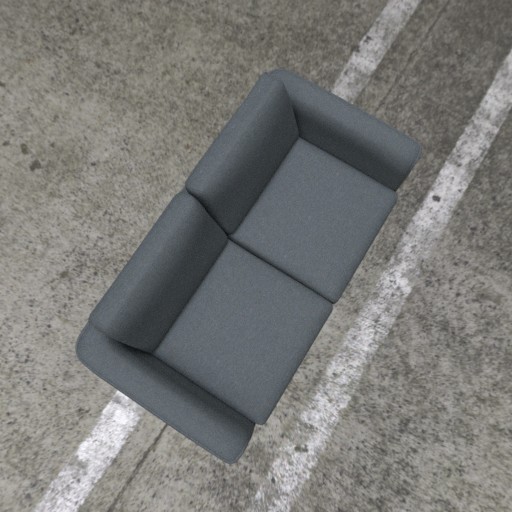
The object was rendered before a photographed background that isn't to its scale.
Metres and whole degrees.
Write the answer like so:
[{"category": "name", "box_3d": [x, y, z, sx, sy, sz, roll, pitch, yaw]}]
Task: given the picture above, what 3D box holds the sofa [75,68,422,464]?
[{"category": "sofa", "box_3d": [0.000, 0.000, 2.185, 0.920, 0.850, 1.700, 32, 79, 7]}]
